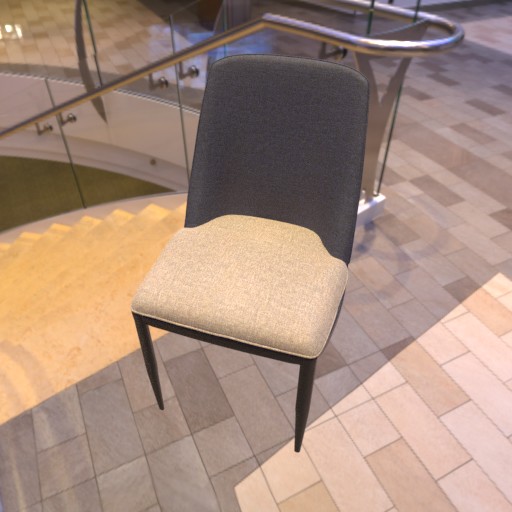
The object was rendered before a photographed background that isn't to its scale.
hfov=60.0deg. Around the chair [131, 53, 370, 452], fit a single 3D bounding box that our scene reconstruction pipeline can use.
[{"bbox_3d":[0.000,0.000,1.147,0.480,0.839,0.551,12,42,13],"label":"chair"}]
